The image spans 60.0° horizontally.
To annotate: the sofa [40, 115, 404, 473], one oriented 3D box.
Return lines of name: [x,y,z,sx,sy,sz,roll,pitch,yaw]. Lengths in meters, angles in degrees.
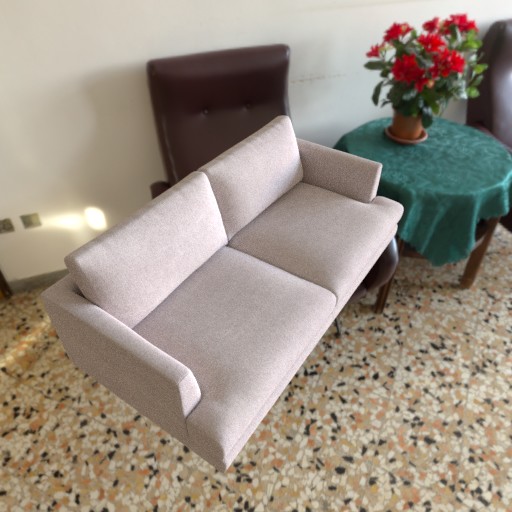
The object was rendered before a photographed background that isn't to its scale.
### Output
sofa: [0.000,0.000,2.478,1.020,0.868,1.948,24,47,25]
